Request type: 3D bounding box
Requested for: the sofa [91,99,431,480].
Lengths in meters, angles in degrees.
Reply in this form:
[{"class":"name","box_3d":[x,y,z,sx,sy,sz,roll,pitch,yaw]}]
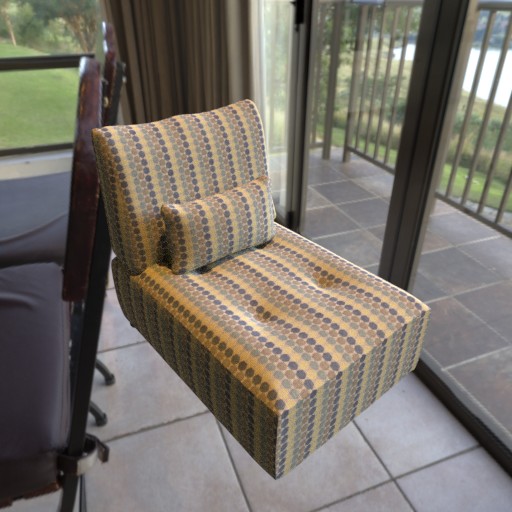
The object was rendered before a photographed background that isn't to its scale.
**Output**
[{"class":"sofa","box_3d":[0.000,0.000,1.550,0.700,0.820,1.000,-24,39,-33]}]
